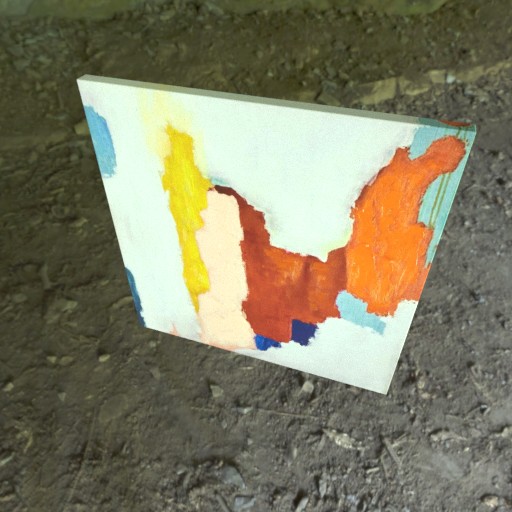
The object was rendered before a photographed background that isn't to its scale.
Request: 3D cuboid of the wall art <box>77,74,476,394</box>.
[{"bbox_3d":[0.000,0.000,1.423,1.017,1.017,0.044,13,42,14],"label":"wall art"}]
